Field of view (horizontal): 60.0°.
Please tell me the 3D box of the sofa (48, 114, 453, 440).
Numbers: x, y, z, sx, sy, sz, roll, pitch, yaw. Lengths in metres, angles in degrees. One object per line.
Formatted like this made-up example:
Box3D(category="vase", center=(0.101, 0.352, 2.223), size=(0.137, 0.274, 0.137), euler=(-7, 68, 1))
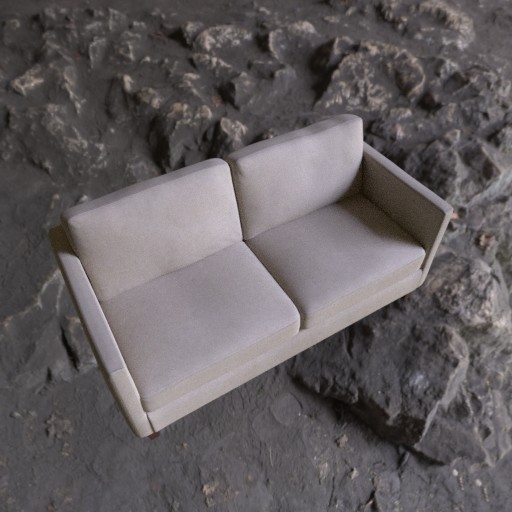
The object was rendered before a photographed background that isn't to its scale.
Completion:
Box3D(category="sofa", center=(0.000, 0.000, 2.384), size=(1.846, 0.940, 0.950), euler=(-24, 52, -20))
